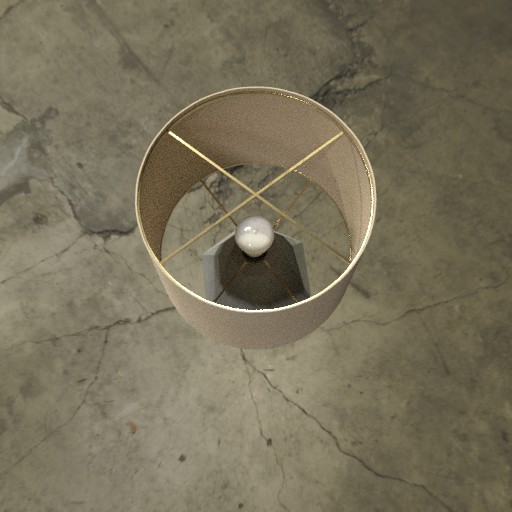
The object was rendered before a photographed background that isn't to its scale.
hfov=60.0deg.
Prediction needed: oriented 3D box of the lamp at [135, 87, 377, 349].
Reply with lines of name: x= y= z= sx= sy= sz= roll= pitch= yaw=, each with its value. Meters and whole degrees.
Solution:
lamp: x=0.000 y=0.000 z=0.663 sx=0.276 sy=0.501 sz=0.276 roll=0 pitch=76 yaw=0
